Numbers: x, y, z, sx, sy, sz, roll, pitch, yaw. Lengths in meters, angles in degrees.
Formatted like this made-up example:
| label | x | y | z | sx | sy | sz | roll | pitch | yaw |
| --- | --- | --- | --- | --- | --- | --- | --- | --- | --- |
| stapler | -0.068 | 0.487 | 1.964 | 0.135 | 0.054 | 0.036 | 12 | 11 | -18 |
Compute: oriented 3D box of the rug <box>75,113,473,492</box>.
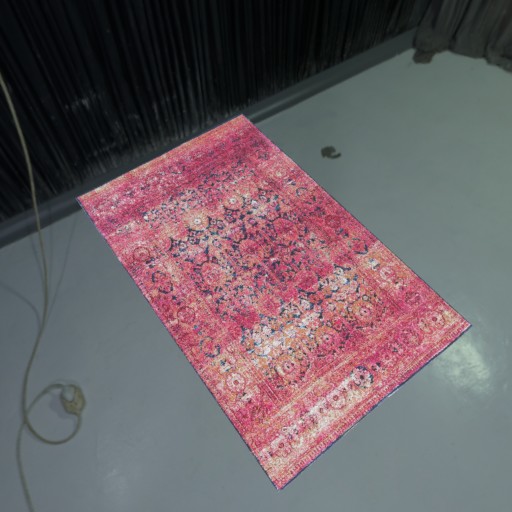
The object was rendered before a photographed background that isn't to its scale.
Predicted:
| label | x | y | z | sx | sy | sz | roll | pitch | yaw |
| --- | --- | --- | --- | --- | --- | --- | --- | --- | --- |
| rug | 0.000 | 0.000 | 3.030 | 1.539 | 0.018 | 2.449 | -33 | 64 | -19 |
